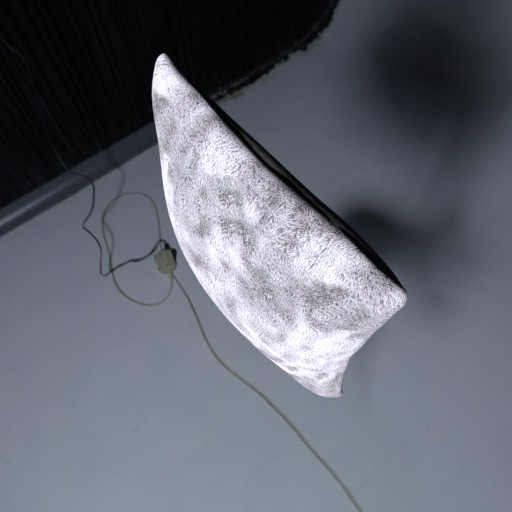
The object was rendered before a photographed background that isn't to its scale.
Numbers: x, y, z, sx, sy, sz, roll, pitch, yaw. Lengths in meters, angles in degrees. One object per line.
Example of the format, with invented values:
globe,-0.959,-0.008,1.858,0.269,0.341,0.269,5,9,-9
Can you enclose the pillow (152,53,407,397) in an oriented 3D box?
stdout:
pillow,0.000,0.000,0.794,0.204,0.520,0.522,-35,67,-17
